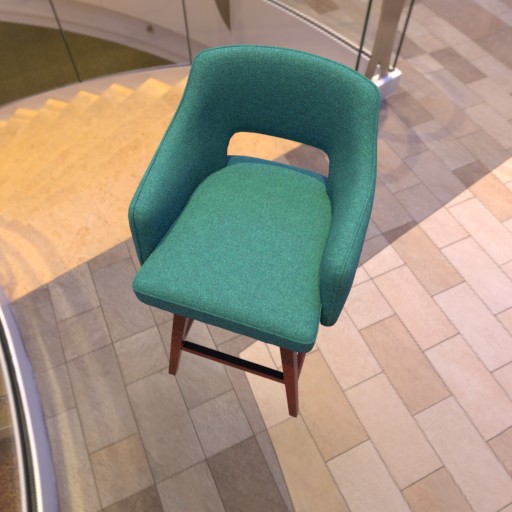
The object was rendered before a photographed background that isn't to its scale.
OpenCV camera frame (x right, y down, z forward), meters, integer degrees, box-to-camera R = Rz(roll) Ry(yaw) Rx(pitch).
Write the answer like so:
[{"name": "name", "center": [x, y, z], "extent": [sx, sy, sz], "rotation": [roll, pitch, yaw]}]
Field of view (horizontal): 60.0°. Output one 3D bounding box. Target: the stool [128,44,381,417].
[{"name": "stool", "center": [0.000, 0.000, 1.276], "extent": [0.548, 0.961, 0.556], "rotation": [16, 58, 10]}]
